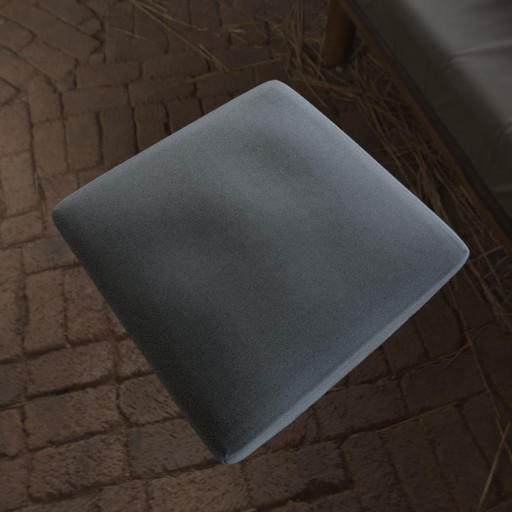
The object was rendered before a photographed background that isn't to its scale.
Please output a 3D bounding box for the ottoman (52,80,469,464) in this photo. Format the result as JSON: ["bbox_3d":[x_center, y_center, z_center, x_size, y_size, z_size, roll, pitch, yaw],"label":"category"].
[{"bbox_3d":[0.000,0.000,1.337,0.843,0.441,0.842,-35,69,-16],"label":"ottoman"}]
